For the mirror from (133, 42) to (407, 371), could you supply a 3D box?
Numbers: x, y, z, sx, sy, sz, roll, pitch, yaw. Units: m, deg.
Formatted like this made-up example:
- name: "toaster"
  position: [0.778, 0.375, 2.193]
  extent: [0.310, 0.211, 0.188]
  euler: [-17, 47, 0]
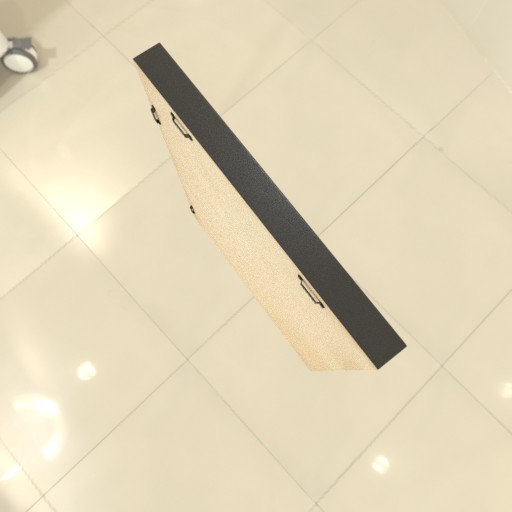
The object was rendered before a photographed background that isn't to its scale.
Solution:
- name: "mirror"
  position: [0.000, 0.000, 0.684]
  extent: [0.041, 0.508, 0.405]
  euler: [-36, 78, -9]
